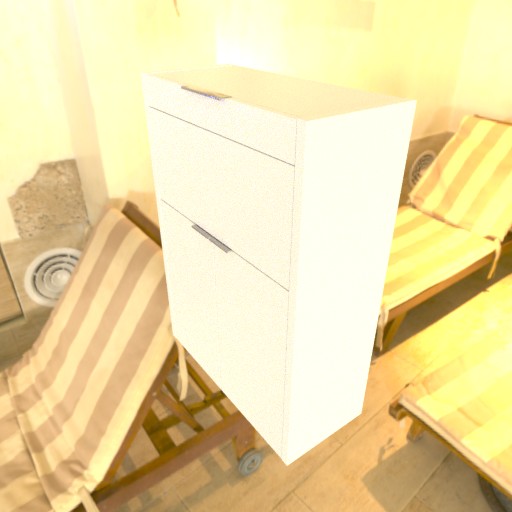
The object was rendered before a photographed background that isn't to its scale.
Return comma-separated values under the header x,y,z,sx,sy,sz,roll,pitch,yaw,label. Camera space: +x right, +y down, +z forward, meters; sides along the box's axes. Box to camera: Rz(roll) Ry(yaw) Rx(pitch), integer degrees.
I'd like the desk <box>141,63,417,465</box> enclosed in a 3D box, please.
x,y,z,sx,sy,sz,roll,pitch,yaw,label
0.000,0.000,1.624,0.390,1.190,0.850,-21,36,-31,desk
